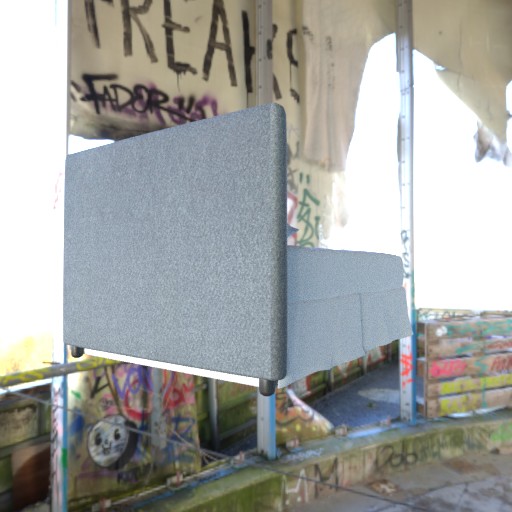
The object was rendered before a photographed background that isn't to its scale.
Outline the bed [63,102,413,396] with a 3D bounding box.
[{"bbox_3d":[0.000,0.000,3.283,1.723,1.330,2.142,-1,-2,35],"label":"bed"}]
